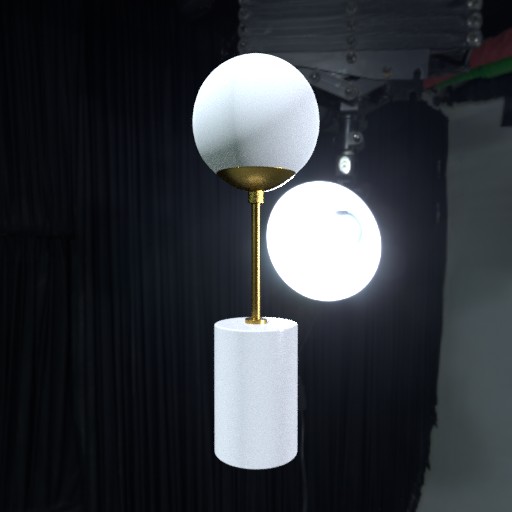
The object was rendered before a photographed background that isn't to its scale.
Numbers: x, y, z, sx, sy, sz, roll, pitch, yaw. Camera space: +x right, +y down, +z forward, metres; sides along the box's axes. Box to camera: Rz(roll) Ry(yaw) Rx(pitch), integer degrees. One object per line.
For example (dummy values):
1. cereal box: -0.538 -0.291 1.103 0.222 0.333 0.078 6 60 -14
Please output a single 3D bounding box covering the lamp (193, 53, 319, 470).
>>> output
1. lamp: 0.000 0.000 0.545 0.153 0.480 0.153 0 1 0
